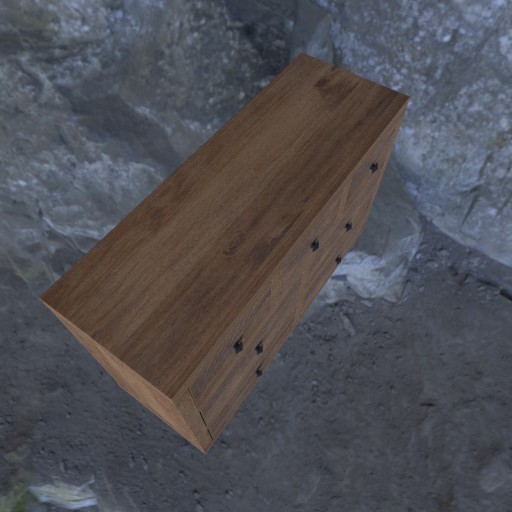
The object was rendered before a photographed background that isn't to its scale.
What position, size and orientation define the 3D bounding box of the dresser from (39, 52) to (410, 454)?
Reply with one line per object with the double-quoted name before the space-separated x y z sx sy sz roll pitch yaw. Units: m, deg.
"dresser" 0.000 0.000 1.674 0.479 0.825 1.261 31 63 18
